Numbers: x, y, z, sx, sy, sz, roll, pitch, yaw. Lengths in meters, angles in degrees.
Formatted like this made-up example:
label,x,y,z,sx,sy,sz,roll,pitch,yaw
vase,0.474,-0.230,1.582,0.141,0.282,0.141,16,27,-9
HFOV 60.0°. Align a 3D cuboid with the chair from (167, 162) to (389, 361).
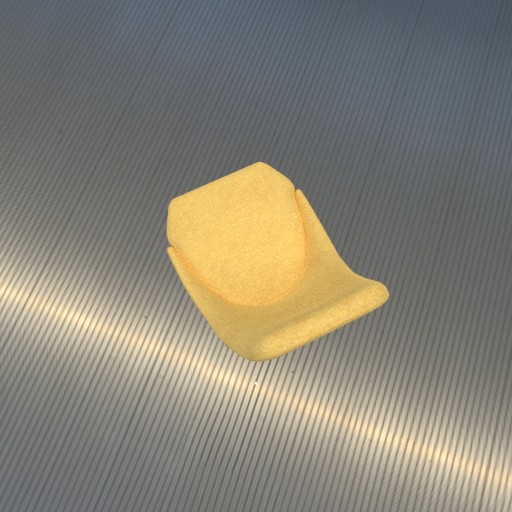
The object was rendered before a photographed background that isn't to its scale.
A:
label,x,y,z,sx,sy,sz,roll,pitch,yaw
chair,0.000,0.000,1.420,0.510,1.040,0.660,-25,76,-7
